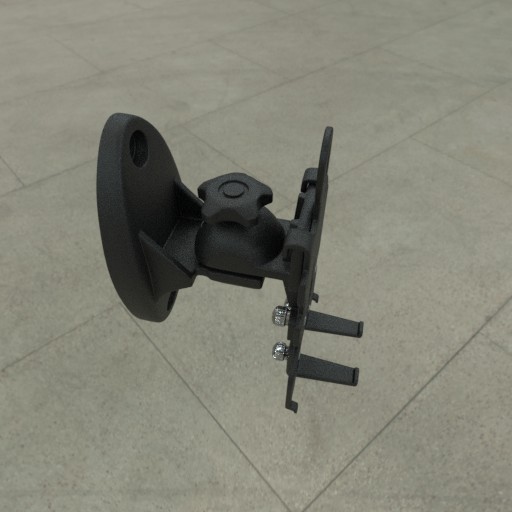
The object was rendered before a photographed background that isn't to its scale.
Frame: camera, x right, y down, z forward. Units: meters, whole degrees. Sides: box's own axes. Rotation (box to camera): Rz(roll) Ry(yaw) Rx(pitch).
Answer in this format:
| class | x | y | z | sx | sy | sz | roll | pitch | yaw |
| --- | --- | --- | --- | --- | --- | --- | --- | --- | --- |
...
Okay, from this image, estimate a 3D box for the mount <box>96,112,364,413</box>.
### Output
| class | x | y | z | sx | sy | sz | roll | pitch | yaw |
| --- | --- | --- | --- | --- | --- | --- | --- | --- | --- |
| mount | 0.000 | 0.000 | 0.177 | 0.100 | 0.118 | 0.066 | 10 | 47 | 10 |
